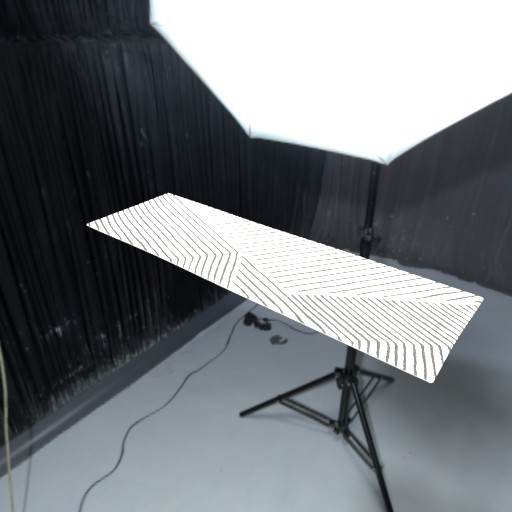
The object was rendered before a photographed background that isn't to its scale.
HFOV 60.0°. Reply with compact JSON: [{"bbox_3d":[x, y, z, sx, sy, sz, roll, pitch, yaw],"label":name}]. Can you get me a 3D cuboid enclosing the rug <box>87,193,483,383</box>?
[{"bbox_3d":[0.000,0.000,2.722,2.439,0.020,0.773,21,35,33],"label":"rug"}]
